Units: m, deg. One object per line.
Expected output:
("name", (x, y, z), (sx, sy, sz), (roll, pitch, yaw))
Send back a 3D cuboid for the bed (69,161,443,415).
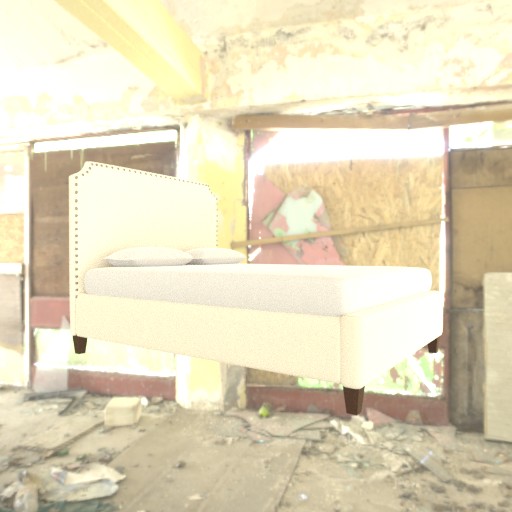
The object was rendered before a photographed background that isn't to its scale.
("bed", (0.000, 0.000, 3.422), (2.372, 1.497, 1.712), (0, 1, 35))
